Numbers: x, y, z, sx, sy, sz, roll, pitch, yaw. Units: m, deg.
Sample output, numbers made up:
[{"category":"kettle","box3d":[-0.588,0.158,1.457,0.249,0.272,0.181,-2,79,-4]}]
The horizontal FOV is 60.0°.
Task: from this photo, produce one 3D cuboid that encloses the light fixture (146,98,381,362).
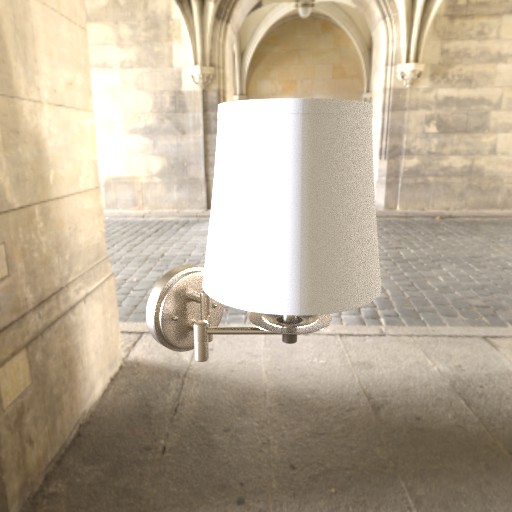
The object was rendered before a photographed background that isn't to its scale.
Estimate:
[{"category":"light fixture","box3d":[0.000,0.000,0.602,0.348,0.381,0.223,14,20,43]}]
